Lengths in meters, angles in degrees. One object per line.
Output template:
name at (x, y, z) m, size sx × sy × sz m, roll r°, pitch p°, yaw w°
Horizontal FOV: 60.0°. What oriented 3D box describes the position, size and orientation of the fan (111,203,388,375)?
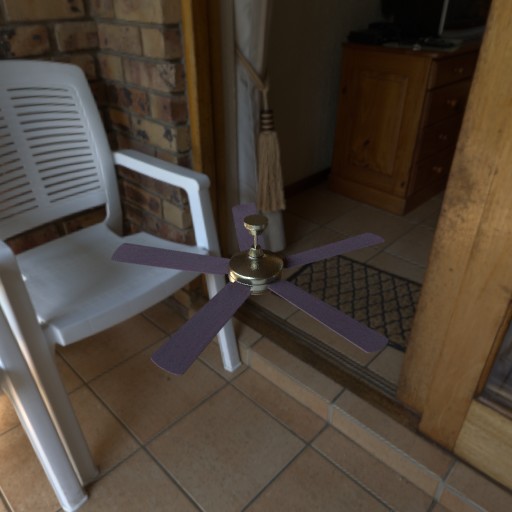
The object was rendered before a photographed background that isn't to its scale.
fan at (0.000, 0.000, 1.961) m, size 1.321 × 0.356 × 1.321 m, roll 23°, pitch 39°, yaw 32°
